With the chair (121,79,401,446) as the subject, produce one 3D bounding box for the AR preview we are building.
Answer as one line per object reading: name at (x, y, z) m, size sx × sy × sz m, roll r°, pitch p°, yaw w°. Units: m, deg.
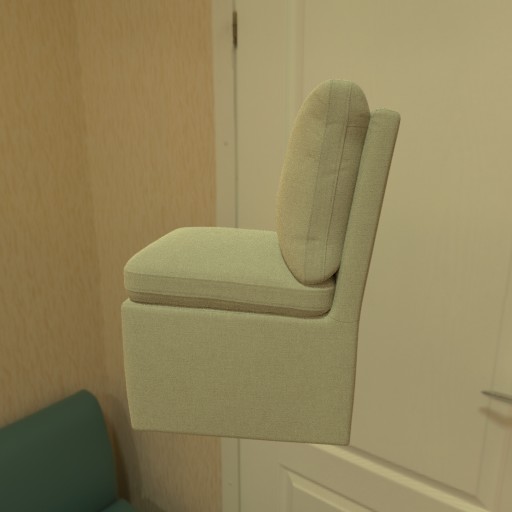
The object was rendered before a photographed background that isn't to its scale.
chair at (0.000, 0.000, 1.323) m, size 0.698 × 0.927 × 0.503 m, roll 2°, pitch 14°, yaw 7°
